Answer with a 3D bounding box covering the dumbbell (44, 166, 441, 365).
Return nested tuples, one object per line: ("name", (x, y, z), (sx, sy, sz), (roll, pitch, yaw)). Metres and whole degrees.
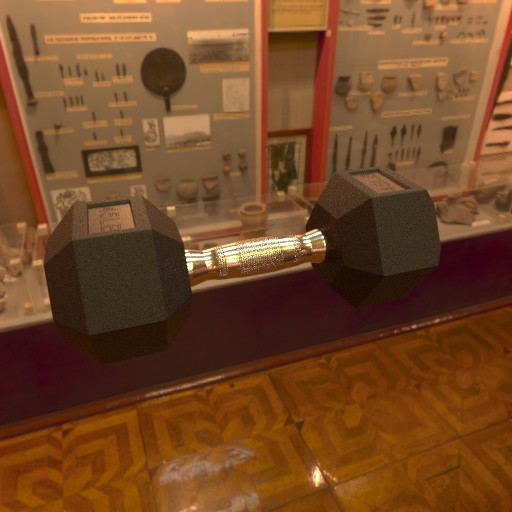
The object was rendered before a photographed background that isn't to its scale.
("dumbbell", (0.000, 0.000, 0.423), (0.356, 0.123, 0.141), (-10, 32, -16))
